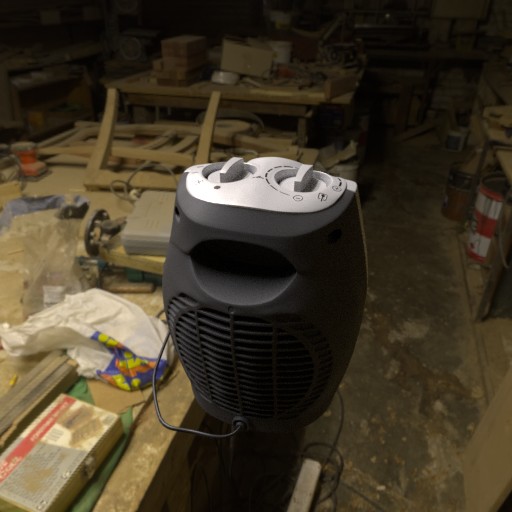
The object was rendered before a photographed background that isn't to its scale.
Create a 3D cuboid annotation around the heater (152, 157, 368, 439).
[{"bbox_3d":[0.000,0.000,0.472,0.239,0.240,0.291,9,32,15],"label":"heater"}]
